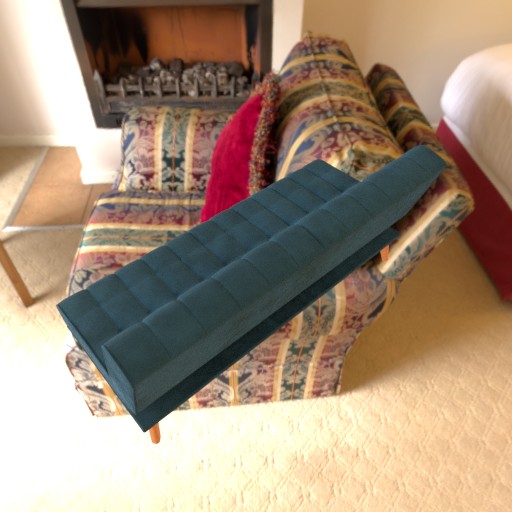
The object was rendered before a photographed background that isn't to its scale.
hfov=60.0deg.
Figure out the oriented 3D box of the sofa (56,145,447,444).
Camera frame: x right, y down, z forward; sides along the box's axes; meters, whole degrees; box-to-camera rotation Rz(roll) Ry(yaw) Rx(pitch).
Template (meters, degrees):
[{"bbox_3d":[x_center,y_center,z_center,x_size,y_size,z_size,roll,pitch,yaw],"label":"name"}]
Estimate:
[{"bbox_3d":[0.000,0.000,2.276,1.804,0.813,0.855,-33,54,-28],"label":"sofa"}]
